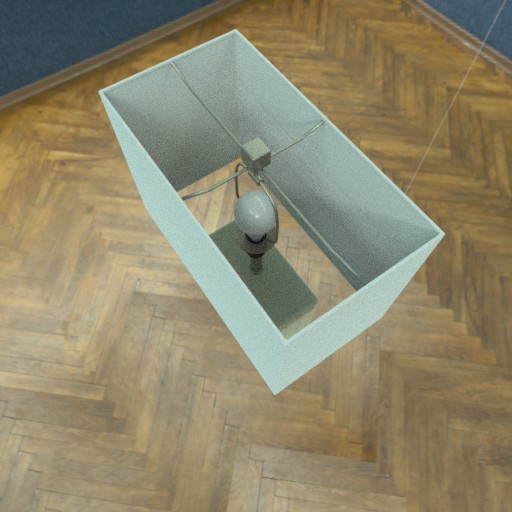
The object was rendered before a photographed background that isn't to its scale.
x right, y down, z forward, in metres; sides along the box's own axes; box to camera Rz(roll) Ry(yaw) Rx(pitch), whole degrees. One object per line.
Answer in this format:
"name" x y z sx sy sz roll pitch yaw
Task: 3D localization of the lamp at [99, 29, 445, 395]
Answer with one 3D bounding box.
"lamp" 0.000 0.000 0.706 0.200 0.515 0.380 -32 67 -15
